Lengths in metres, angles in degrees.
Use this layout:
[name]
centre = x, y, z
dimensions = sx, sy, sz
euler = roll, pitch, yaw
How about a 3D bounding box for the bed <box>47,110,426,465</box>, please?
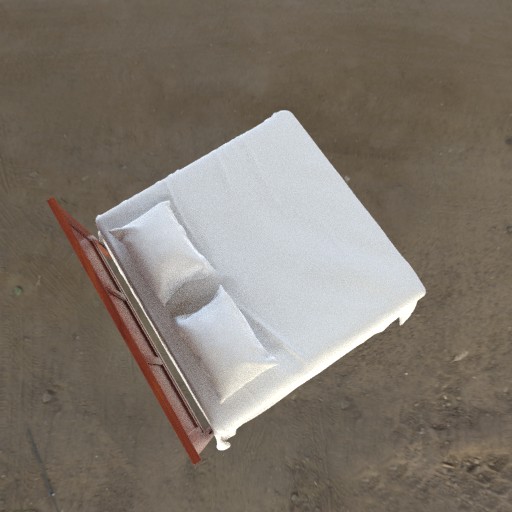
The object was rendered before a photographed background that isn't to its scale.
[bed]
centre = 0.000, 0.000, 3.613
dimensions = 2.219, 1.271, 2.314
euler = -32, 77, -9
